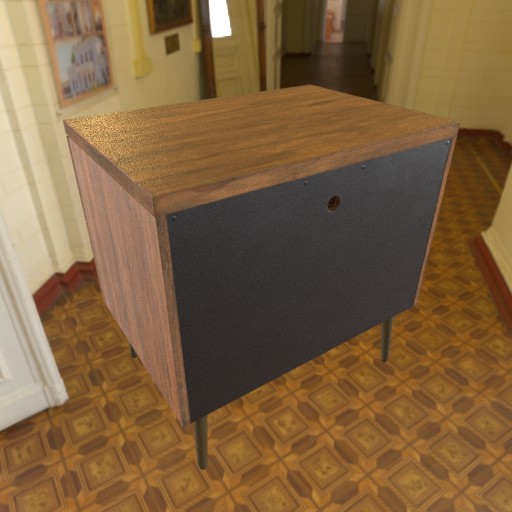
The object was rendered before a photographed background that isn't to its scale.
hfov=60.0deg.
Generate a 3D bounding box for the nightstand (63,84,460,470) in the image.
[{"bbox_3d":[0.000,0.000,1.001,0.610,0.610,0.458,-19,37,-28],"label":"nightstand"}]
